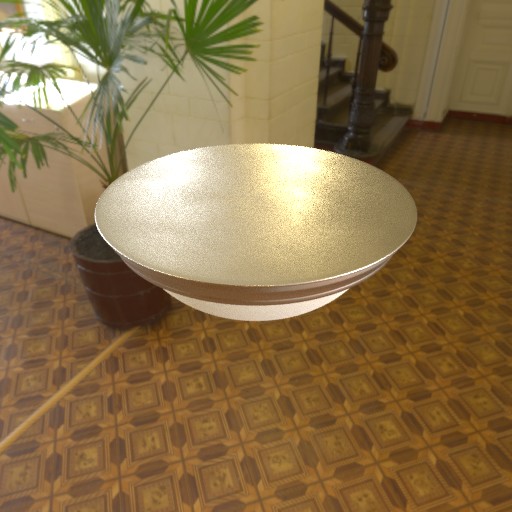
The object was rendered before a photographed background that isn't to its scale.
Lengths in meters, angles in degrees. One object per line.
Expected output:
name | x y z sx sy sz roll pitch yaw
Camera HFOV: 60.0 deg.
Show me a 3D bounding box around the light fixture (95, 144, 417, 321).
light fixture | 0.000 0.000 0.437 0.280 0.135 0.280 0 33 0
